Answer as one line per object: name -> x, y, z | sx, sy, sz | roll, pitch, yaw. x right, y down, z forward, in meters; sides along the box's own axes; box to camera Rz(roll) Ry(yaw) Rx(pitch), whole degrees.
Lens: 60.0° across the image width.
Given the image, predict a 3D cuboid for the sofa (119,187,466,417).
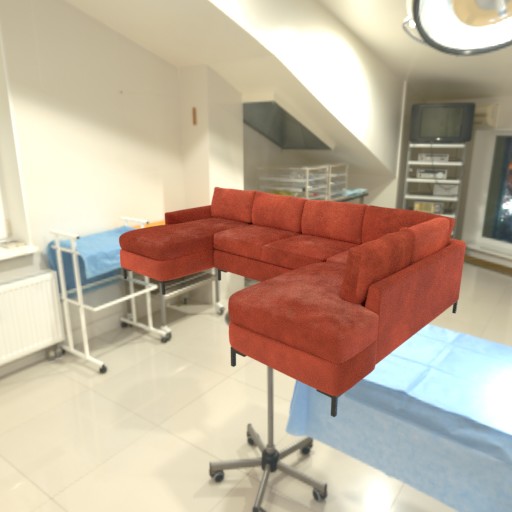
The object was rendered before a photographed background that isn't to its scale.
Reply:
sofa -> 0.000, 0.000, 3.911 | 2.971, 0.858, 1.981 | 14, 21, 41
